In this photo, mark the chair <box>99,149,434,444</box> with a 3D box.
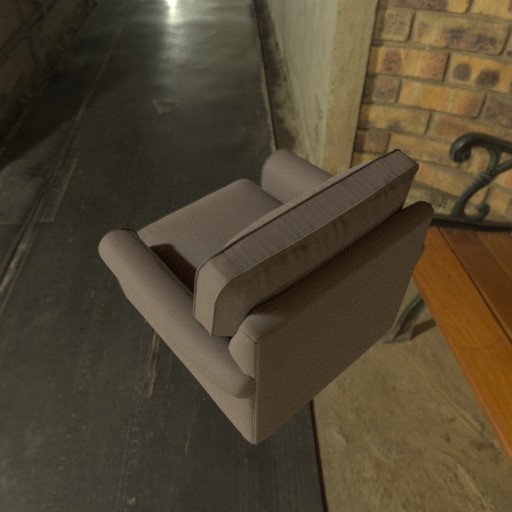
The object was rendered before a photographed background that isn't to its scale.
[{"bbox_3d":[0.000,0.000,1.805,1.029,0.967,0.966,-32,54,-27],"label":"chair"}]
